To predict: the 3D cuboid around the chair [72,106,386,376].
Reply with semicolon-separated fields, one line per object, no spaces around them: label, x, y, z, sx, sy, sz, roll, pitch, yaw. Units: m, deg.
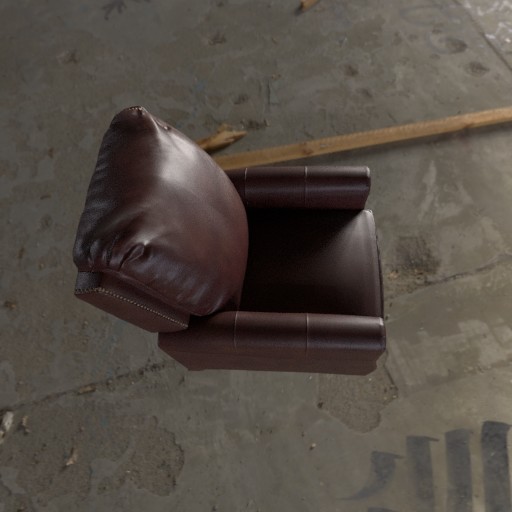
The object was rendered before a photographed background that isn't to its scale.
chair;0.000;0.000;1.821;1.089;1.022;0.826;3;62;1
